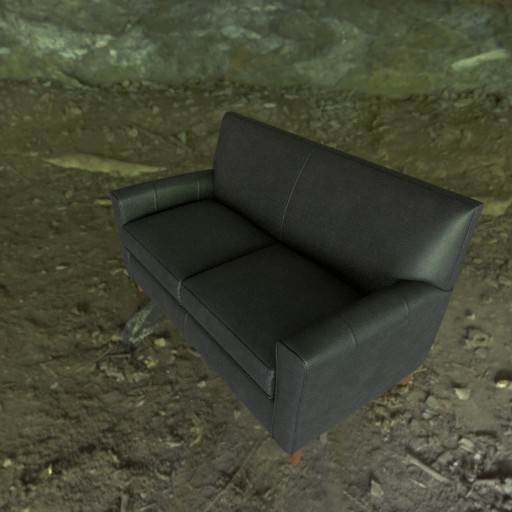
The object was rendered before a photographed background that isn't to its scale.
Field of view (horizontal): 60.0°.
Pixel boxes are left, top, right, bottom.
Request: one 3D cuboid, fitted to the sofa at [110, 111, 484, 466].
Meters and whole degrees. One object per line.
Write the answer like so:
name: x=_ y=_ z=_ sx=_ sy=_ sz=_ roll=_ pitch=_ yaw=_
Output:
sofa: x=0.000 y=0.000 z=1.980 sx=0.787 sy=0.871 sz=1.473 roll=-22 pitch=38 yaw=-30
